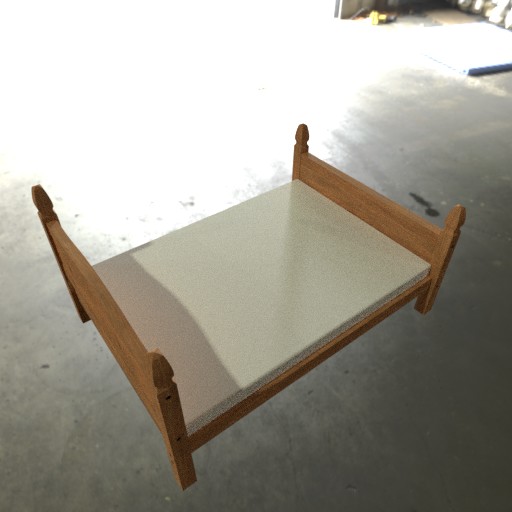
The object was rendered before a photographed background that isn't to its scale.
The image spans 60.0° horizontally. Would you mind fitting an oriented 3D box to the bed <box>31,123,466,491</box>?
[{"bbox_3d":[0.000,0.000,2.836,2.069,1.100,1.490,-27,48,-27],"label":"bed"}]
